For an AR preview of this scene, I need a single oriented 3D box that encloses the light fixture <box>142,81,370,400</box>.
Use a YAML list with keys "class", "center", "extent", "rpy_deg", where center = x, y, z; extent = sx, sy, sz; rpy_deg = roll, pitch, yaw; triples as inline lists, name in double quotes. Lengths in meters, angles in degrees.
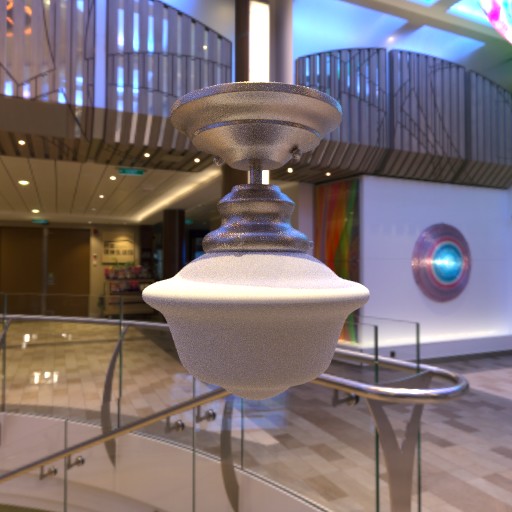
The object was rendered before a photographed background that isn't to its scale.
- class: "light fixture"
  center: [0.000, 0.000, 0.399]
  extent: [0.199, 0.254, 0.199]
  rpy_deg: [0, -1, 0]
